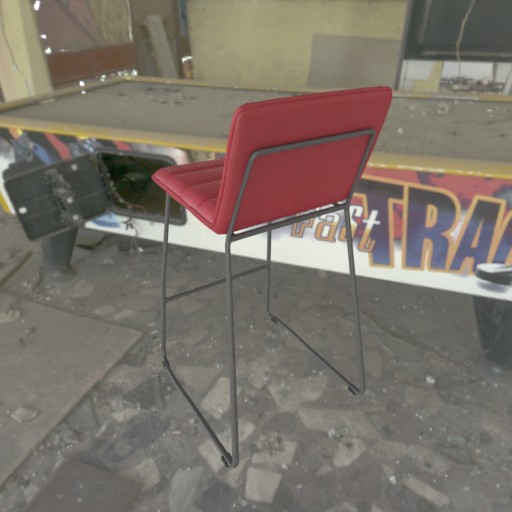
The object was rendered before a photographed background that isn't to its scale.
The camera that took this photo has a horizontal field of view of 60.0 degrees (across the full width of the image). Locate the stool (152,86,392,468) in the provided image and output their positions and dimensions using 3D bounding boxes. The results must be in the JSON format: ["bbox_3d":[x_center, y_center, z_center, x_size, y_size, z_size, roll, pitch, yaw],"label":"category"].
[{"bbox_3d":[0.000,0.000,1.241,0.489,0.937,0.524,-18,34,-28],"label":"stool"}]
